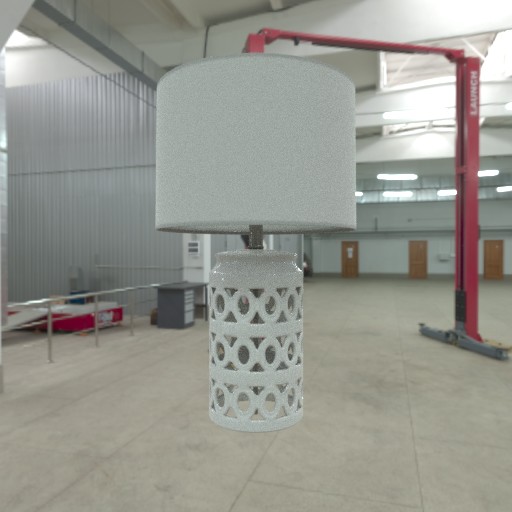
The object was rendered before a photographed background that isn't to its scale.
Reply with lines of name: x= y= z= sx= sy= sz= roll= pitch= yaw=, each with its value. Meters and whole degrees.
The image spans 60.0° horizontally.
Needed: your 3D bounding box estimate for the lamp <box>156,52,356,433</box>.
lamp: x=0.000 y=0.000 z=0.700 sx=0.310 sy=0.502 sz=0.310 roll=0 pitch=0 yaw=0
